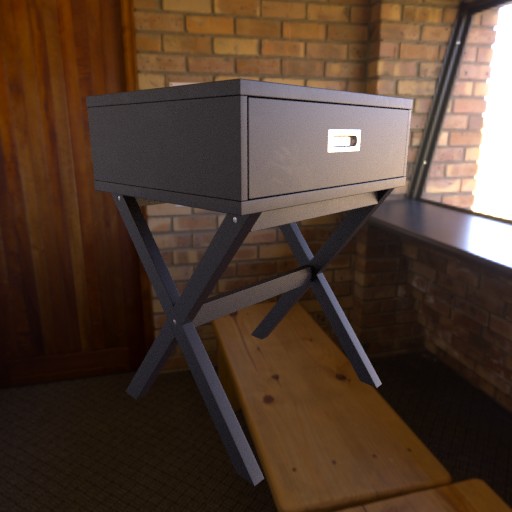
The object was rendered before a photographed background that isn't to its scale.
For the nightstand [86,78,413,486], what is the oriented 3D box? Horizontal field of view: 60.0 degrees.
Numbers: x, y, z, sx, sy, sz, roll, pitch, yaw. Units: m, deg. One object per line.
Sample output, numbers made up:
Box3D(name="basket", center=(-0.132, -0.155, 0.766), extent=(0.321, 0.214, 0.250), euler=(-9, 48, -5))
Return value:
Box3D(name="nightstand", center=(0.000, 0.000, 0.924), extent=(0.402, 0.623, 0.479), euler=(14, 21, 42))
